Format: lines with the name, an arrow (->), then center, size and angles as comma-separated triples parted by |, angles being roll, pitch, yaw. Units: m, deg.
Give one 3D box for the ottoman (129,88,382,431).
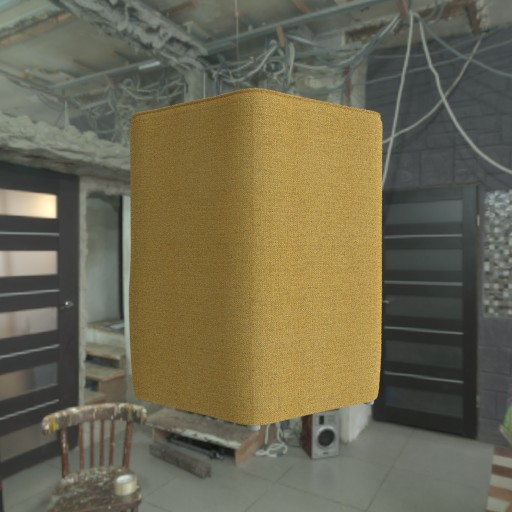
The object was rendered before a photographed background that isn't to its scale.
ottoman -> 0.000, 0.000, 0.874 | 0.443, 0.502, 0.494 | 0, 1, 1
